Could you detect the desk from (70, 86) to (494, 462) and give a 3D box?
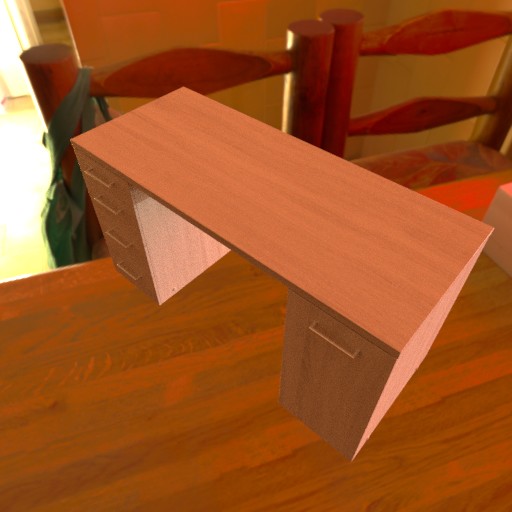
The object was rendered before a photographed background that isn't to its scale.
[{"bbox_3d":[0.000,0.000,1.762,1.390,0.740,0.600,33,55,27],"label":"desk"}]
